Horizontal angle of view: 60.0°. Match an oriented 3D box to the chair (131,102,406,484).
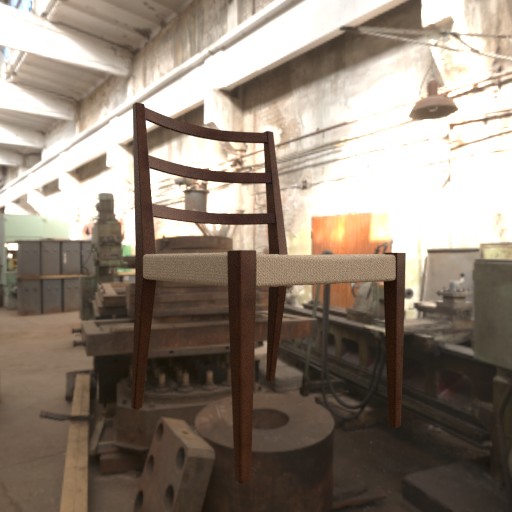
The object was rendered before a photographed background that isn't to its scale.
[{"bbox_3d":[0.000,0.000,1.127,0.480,0.813,0.551,0,0,-36],"label":"chair"}]
